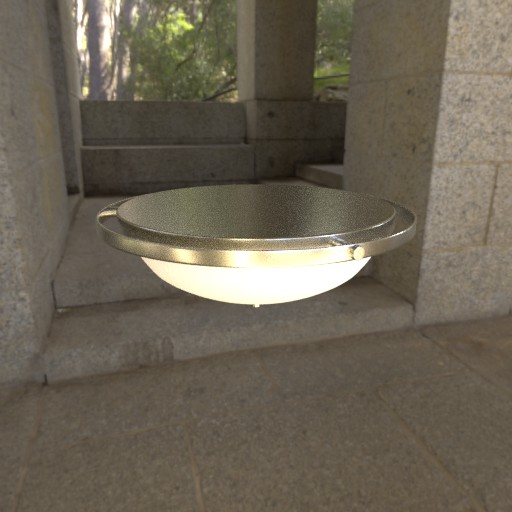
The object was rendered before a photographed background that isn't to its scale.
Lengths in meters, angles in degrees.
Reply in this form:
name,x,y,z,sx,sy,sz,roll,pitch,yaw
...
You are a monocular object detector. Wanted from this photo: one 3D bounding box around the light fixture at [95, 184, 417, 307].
name,x,y,z,sx,sy,sz,roll,pitch,yaw
light fixture,0.000,0.000,0.544,0.361,0.130,0.361,0,17,0
